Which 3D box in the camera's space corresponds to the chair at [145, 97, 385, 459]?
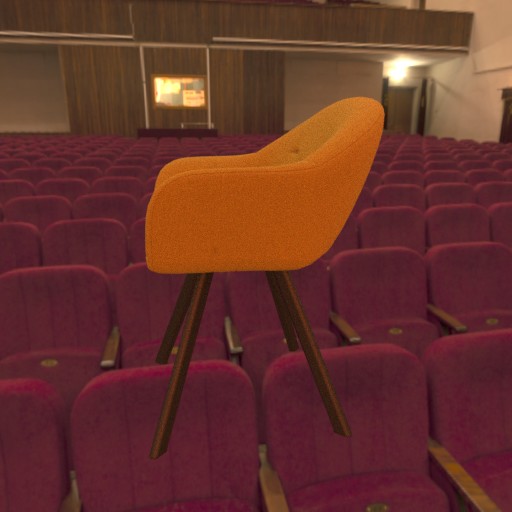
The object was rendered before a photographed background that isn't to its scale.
[{"bbox_3d":[0.000,0.000,1.137,0.565,0.775,0.545,-3,15,-10],"label":"chair"}]
